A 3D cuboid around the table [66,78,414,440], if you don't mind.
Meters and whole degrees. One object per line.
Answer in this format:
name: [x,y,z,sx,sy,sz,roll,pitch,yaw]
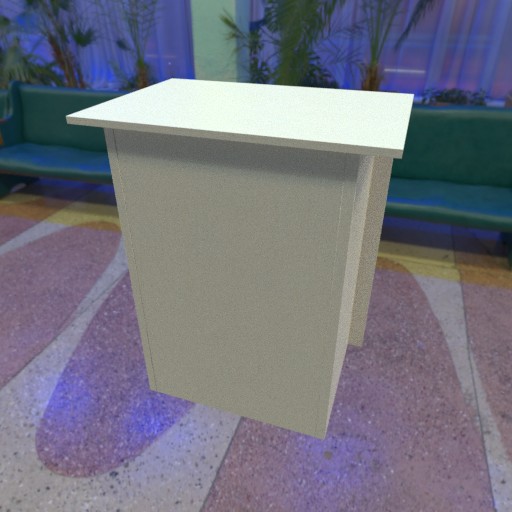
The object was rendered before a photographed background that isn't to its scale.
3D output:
table: [0.000,0.000,1.070,0.589,0.711,0.406,10,33,16]
